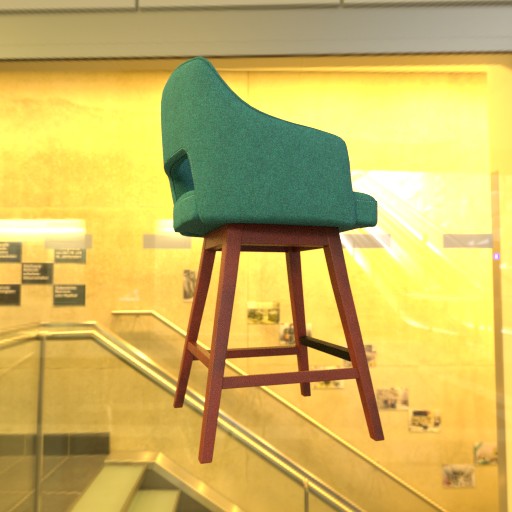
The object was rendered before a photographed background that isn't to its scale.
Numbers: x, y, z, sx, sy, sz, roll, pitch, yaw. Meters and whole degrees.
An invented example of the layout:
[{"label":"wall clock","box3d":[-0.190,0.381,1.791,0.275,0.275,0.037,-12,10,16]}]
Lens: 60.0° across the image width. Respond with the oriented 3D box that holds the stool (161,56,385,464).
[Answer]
[{"label":"stool","box3d":[0.000,0.000,1.301,0.556,0.961,0.548,1,-3,-18]}]
